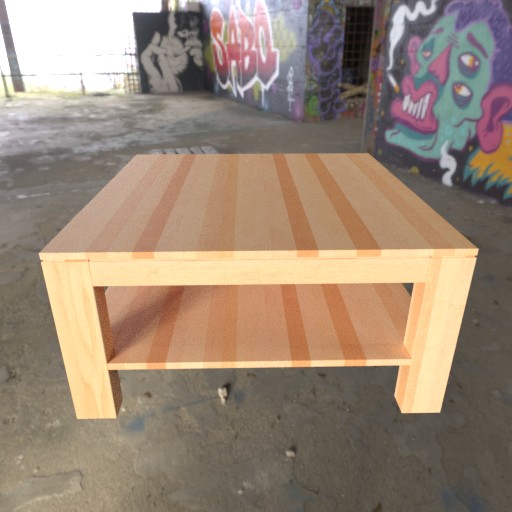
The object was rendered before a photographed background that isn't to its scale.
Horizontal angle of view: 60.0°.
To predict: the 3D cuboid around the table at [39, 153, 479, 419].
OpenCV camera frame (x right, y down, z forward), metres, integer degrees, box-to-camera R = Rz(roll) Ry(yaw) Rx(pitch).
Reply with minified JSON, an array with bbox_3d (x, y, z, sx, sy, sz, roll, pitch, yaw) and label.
[{"bbox_3d":[0.000,0.000,1.408,0.900,0.450,0.900,-1,25,-1],"label":"table"}]
